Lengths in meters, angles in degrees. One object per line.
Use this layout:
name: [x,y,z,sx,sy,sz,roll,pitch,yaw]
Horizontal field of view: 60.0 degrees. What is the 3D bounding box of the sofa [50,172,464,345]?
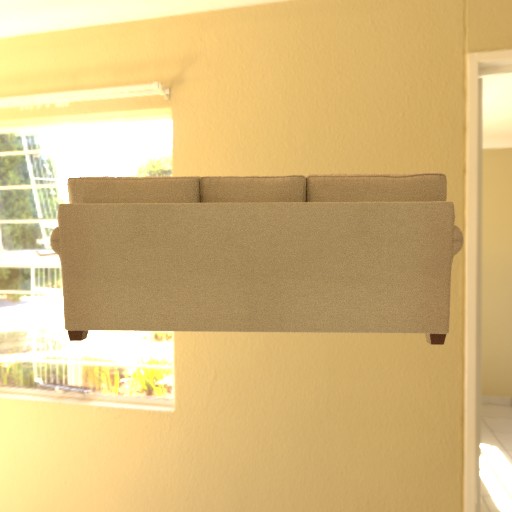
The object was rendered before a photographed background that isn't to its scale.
sofa: [0.000,0.000,2.854,2.312,0.975,0.965,0,0,3]
